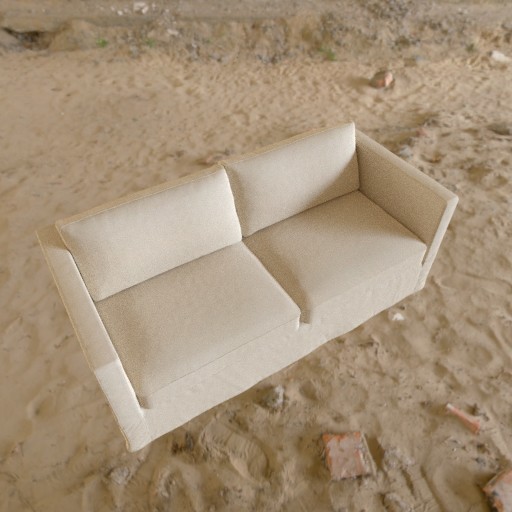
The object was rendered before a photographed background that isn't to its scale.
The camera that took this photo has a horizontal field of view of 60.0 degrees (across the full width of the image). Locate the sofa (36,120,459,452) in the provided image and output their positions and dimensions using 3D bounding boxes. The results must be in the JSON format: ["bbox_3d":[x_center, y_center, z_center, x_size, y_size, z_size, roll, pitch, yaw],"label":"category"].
[{"bbox_3d":[0.000,0.000,2.438,1.987,0.870,0.940,-24,50,-22],"label":"sofa"}]
